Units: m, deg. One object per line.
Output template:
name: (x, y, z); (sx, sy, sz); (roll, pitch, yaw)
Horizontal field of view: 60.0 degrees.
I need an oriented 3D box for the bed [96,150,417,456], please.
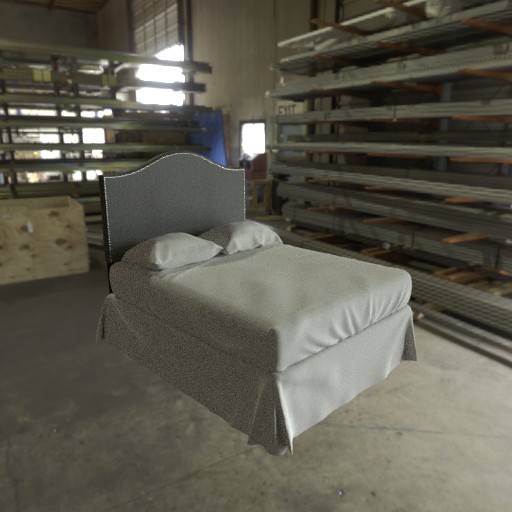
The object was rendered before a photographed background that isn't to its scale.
bed: (0.000, 0.000, 3.606); (1.876, 1.645, 2.221); (-14, 20, -43)
